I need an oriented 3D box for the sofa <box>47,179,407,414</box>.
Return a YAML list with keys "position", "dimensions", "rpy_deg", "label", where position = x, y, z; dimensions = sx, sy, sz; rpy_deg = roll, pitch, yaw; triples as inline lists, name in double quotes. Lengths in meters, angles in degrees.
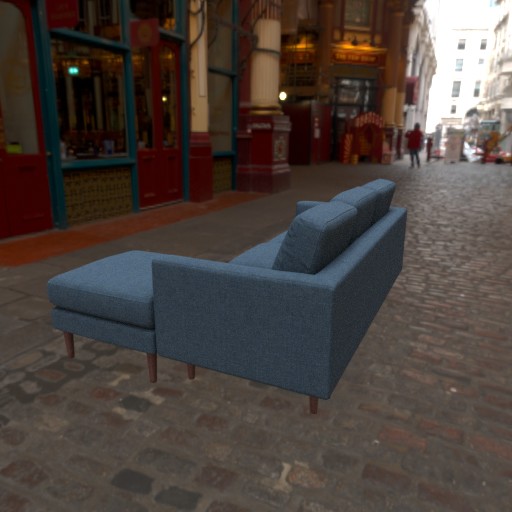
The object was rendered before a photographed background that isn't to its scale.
- position: [0.000, 0.000, 3.014]
  dimensions: [1.667, 0.957, 2.055]
  rpy_deg: [7, 17, 25]
  label: "sofa"
